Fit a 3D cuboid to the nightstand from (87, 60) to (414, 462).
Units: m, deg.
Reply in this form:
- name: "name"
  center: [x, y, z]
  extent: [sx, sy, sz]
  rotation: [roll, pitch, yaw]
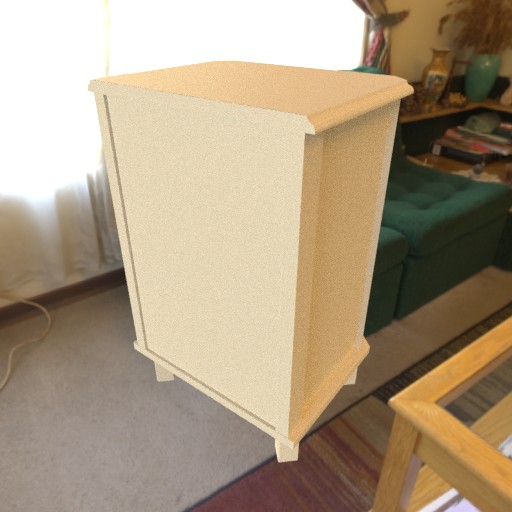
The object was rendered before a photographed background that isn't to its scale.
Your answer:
- name: "nightstand"
  center: [0.000, 0.000, 0.903]
  extent: [0.435, 0.681, 0.351]
  rotation: [21, 37, 31]
